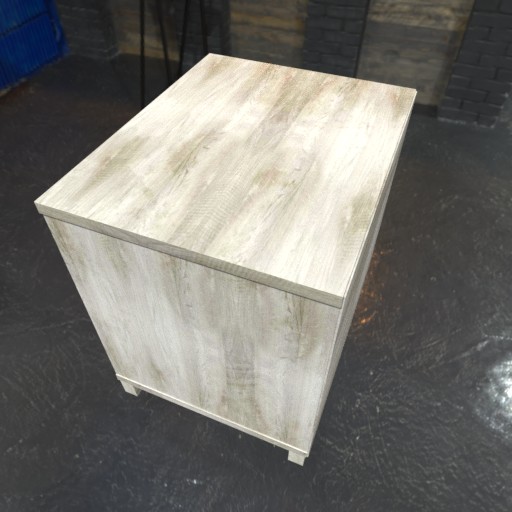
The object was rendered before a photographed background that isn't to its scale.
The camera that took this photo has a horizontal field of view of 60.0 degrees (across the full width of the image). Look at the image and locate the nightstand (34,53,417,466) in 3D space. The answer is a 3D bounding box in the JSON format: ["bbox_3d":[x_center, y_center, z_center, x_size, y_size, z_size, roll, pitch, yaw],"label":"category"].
[{"bbox_3d":[0.000,0.000,0.734,0.347,0.448,0.427,17,49,15],"label":"nightstand"}]
